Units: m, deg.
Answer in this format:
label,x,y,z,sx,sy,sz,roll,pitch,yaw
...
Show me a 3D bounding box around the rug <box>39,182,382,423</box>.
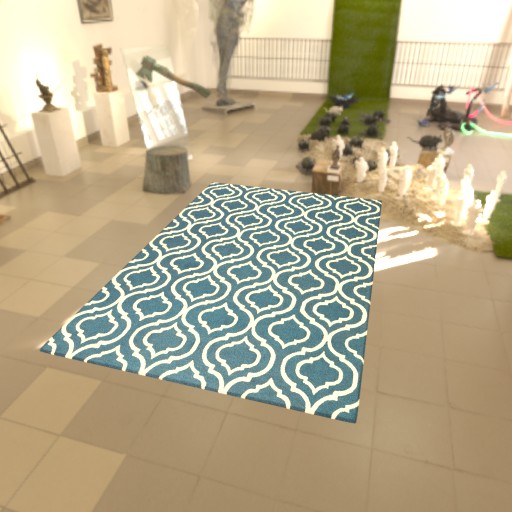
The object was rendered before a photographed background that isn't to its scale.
label,x,y,z,sx,sy,sz,roll,pitch,yaw
rug,0.000,0.000,2.203,1.143,0.010,1.753,8,31,14
